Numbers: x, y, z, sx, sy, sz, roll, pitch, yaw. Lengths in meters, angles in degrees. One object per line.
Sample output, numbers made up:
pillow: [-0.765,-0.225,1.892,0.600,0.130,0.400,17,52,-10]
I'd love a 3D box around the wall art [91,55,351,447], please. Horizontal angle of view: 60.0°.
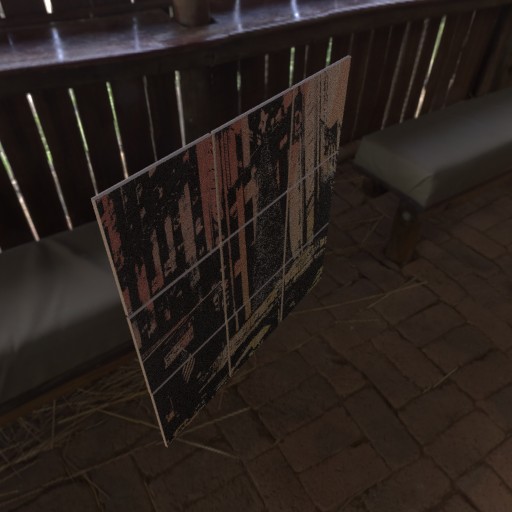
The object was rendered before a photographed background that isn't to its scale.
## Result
wall art: [0.000,0.000,2.207,0.017,1.521,1.527,27,48,27]
